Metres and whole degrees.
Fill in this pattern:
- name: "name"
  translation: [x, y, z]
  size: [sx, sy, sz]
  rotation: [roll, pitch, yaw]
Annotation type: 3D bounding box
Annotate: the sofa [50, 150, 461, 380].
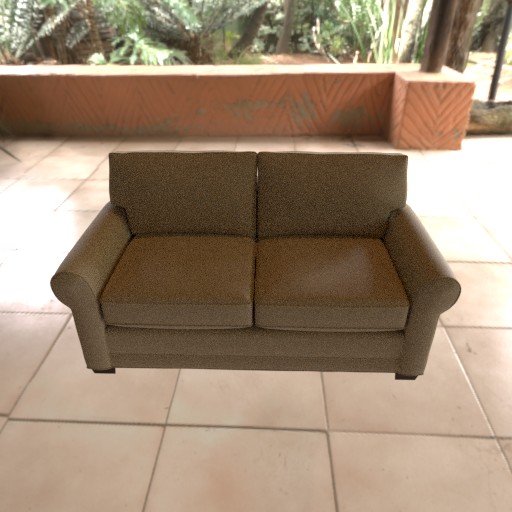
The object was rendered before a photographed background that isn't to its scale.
- name: "sofa"
  translation: [0.000, 0.000, 2.292]
  size: [1.774, 0.933, 0.861]
  rotation: [1, 31, 1]
